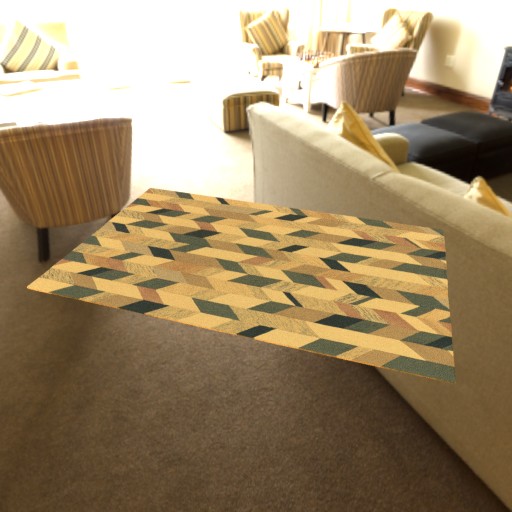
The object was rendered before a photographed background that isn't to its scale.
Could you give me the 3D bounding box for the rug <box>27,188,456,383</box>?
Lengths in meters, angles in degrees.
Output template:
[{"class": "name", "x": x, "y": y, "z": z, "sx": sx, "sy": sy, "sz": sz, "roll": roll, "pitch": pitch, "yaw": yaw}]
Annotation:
[{"class": "rug", "x": 0.000, "y": 0.000, "z": 2.959, "sx": 2.423, "sy": 0.008, "sz": 1.513, "roll": 10, "pitch": 34, "yaw": 15}]
